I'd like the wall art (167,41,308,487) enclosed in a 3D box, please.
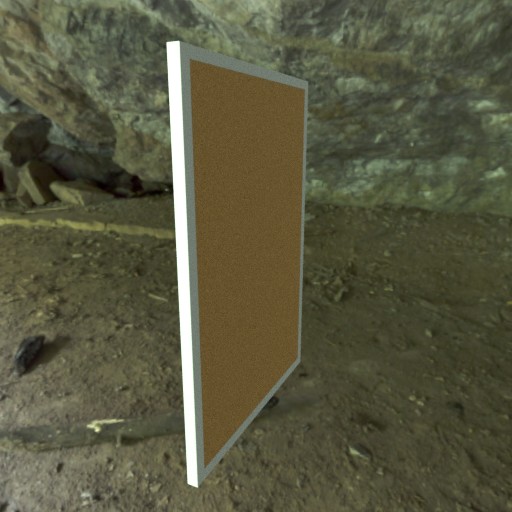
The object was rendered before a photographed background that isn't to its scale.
[{"bbox_3d":[0.000,0.000,0.546,0.013,0.433,0.303,7,17,25],"label":"wall art"}]
